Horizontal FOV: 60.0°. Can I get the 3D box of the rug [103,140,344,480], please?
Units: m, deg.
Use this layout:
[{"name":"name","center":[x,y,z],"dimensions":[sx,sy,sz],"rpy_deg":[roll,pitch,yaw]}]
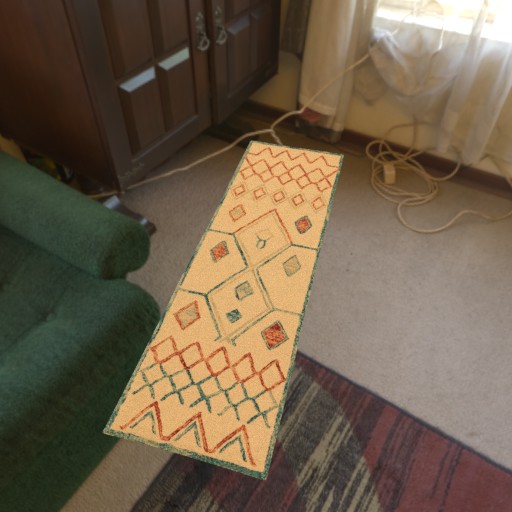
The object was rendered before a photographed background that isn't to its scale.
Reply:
[{"name":"rug","center":[0.000,0.000,2.704],"dimensions":[0.750,0.011,2.435],"rpy_deg":[11,48,10]}]
